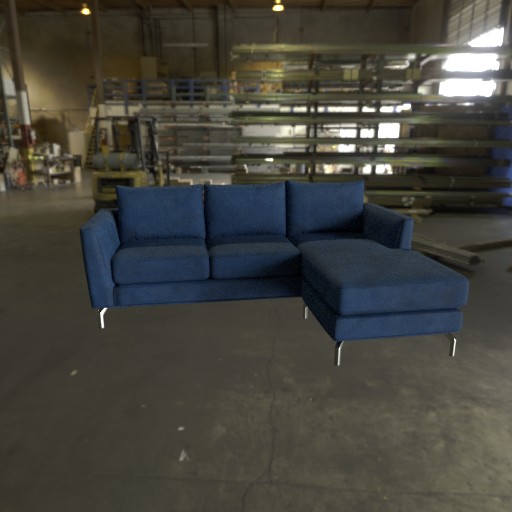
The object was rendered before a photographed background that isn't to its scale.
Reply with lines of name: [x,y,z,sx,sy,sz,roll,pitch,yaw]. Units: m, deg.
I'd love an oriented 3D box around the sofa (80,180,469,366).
sofa: [0.000,0.000,3.274,2.438,0.987,1.622,-2,15,-9]
